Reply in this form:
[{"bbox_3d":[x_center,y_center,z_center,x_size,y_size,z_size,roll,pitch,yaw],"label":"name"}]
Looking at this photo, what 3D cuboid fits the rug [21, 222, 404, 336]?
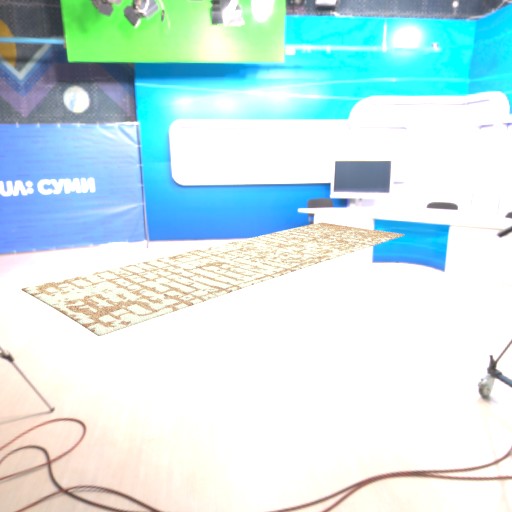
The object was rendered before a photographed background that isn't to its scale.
[{"bbox_3d":[0.000,0.000,2.698,0.750,0.011,2.435,13,20,42],"label":"rug"}]
